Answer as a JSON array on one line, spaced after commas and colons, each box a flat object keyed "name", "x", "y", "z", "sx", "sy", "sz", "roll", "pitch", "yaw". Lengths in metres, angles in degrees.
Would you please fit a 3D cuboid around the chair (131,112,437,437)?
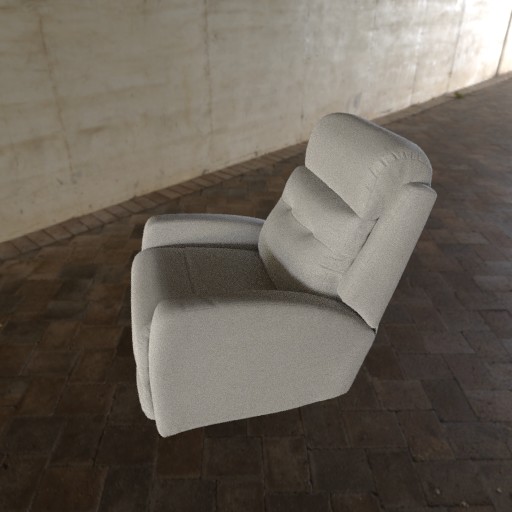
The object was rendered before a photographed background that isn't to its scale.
[{"name": "chair", "x": 0.000, "y": 0.000, "z": 1.766, "sx": 1.043, "sy": 1.013, "sz": 0.798, "roll": -8, "pitch": 31, "yaw": -13}]
